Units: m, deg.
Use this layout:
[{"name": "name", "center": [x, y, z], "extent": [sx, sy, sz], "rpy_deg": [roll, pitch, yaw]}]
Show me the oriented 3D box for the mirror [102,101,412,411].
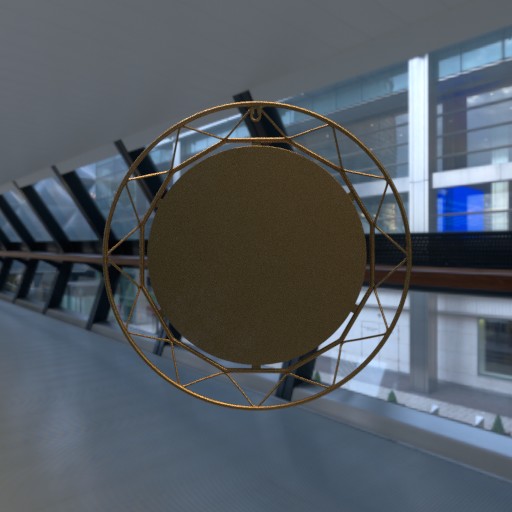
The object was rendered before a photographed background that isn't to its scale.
[{"name": "mirror", "center": [0.000, 0.000, 0.669], "extent": [0.454, 0.454, 0.043], "rpy_deg": [0, 0, 2]}]
